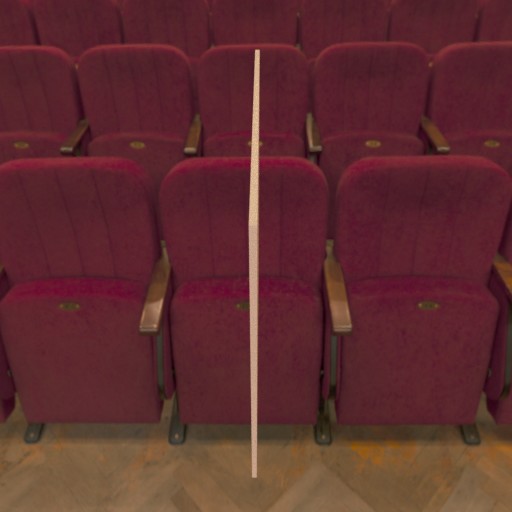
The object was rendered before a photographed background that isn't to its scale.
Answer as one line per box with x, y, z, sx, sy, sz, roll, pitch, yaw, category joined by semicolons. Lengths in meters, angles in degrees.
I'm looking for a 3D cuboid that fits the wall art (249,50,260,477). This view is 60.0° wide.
0.000;0.000;1.185;0.012;0.809;0.809;0;41;0;wall art
